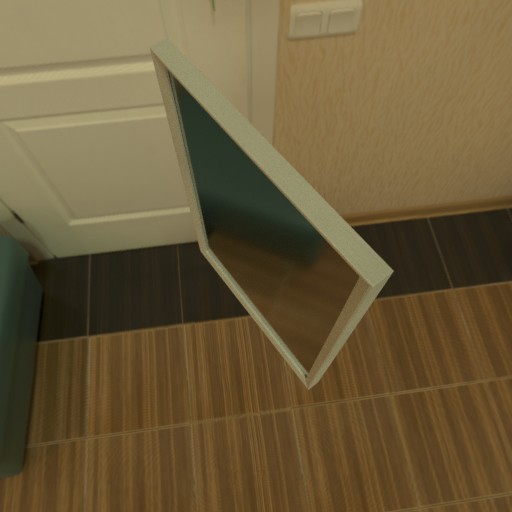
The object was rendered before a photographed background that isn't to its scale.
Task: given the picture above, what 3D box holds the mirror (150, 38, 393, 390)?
[{"bbox_3d":[0.000,0.000,0.930,0.039,0.710,0.507,-34,69,-15],"label":"mirror"}]
